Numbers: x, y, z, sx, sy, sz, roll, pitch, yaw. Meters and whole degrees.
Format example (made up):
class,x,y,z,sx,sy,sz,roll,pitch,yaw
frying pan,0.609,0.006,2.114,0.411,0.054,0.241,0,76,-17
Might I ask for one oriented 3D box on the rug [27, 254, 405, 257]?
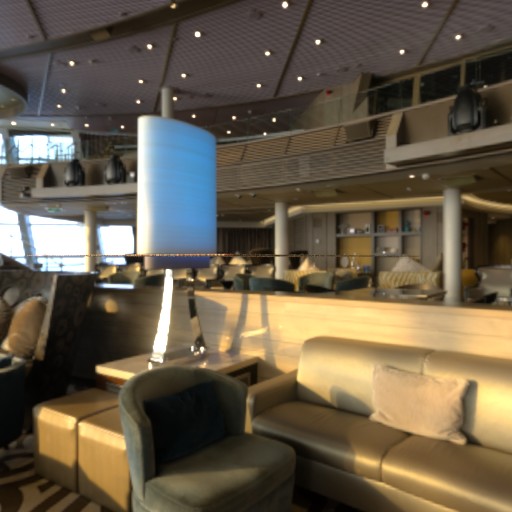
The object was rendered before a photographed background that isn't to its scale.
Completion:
class,x,y,z,sx,sy,sz,roll,pitch,yaw
rug,0.000,0.000,3.037,1.521,0.006,2.435,0,0,37
